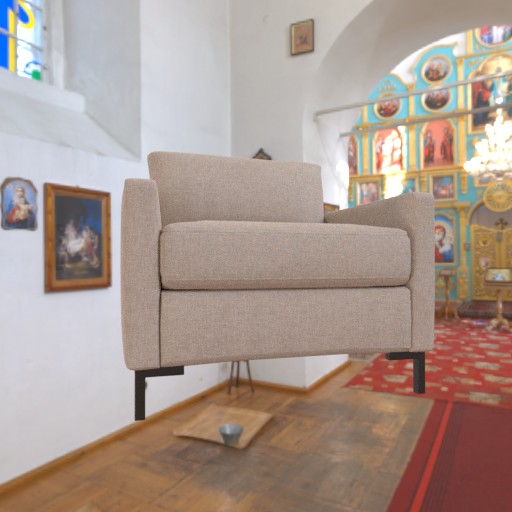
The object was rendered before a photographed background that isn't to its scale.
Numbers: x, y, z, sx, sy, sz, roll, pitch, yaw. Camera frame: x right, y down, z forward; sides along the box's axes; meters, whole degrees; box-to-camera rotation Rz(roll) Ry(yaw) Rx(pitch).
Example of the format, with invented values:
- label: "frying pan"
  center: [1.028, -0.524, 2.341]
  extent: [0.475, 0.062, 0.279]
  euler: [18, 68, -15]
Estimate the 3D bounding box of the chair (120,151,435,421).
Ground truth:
- label: "chair"
  center: [0.000, 0.000, 1.649]
  extent: [0.963, 0.861, 0.866]
  euler: [0, -1, -16]
